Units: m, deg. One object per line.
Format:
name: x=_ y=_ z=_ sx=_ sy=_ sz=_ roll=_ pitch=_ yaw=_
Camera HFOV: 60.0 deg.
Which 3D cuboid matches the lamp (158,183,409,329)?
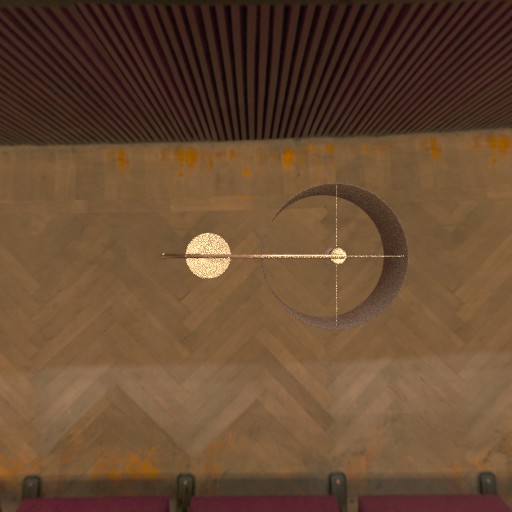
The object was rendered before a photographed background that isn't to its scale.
lamp: x=0.000 y=0.000 z=2.136 sx=0.934 sy=1.735 sz=0.452 roll=0 pitch=90 yaw=0
